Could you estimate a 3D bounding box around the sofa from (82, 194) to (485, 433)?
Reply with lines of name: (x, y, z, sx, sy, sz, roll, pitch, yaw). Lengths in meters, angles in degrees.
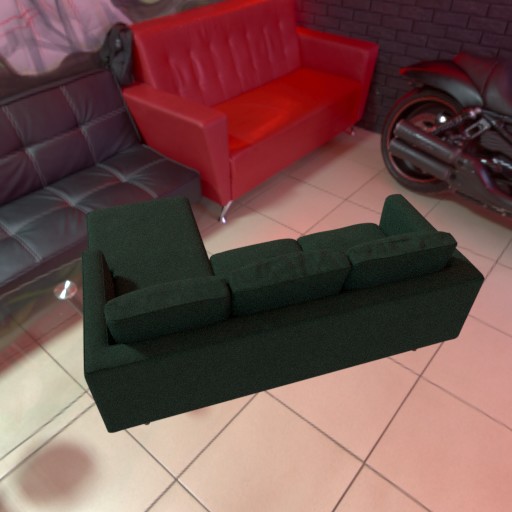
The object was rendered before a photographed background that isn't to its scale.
sofa: (0.000, 0.000, 2.806, 2.030, 0.899, 1.580, -11, 42, -13)
